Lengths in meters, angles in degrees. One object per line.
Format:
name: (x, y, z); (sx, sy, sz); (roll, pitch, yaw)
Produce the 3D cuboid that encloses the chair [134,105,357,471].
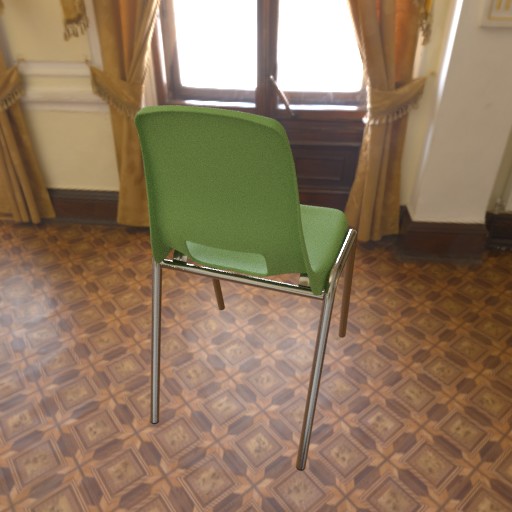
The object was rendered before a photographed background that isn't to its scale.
chair: (0.000, 0.000, 0.924); (0.381, 0.704, 0.436); (11, 34, 16)
